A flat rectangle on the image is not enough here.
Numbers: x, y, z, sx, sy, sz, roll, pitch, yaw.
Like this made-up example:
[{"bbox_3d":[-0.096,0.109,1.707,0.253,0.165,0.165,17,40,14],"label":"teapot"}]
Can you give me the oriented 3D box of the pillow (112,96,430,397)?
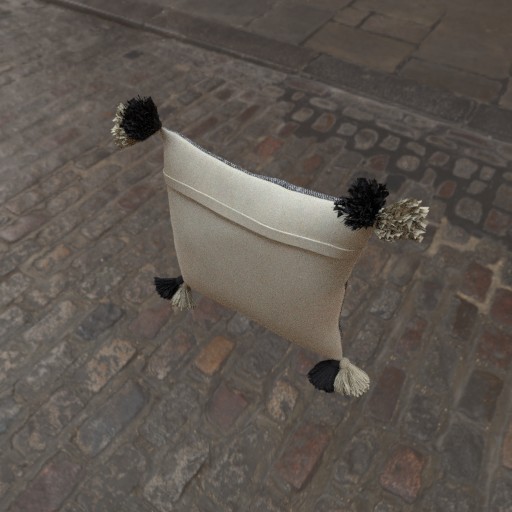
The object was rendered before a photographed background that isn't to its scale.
[{"bbox_3d":[0.000,0.000,0.981,0.654,0.659,0.170,25,53,21],"label":"pillow"}]
